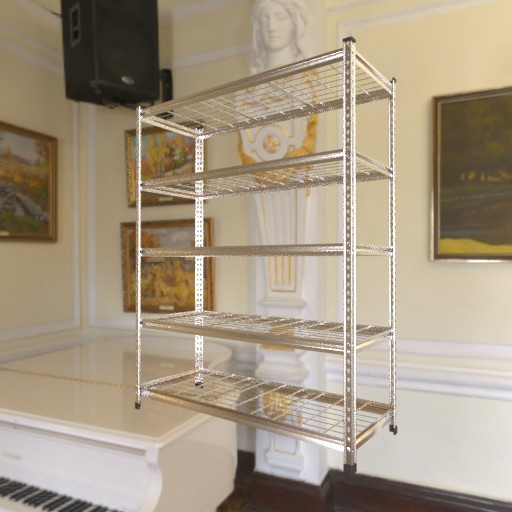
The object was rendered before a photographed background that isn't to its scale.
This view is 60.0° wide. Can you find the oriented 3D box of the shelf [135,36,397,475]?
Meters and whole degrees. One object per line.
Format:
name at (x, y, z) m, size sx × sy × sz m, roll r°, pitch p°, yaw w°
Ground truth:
shelf at (0.000, 0.000, 2.694) m, size 1.524 × 1.981 × 0.610 m, roll 0°, pitch -1°, yaw 36°
